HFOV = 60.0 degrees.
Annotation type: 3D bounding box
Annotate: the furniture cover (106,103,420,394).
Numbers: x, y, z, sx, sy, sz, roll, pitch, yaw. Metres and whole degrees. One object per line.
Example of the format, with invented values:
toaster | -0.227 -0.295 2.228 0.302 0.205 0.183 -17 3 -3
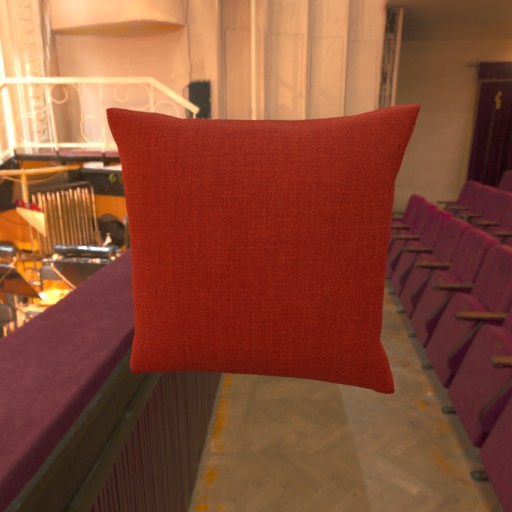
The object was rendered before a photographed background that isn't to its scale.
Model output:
furniture cover | 0.000 0.000 0.786 0.517 0.508 0.158 2 16 8
